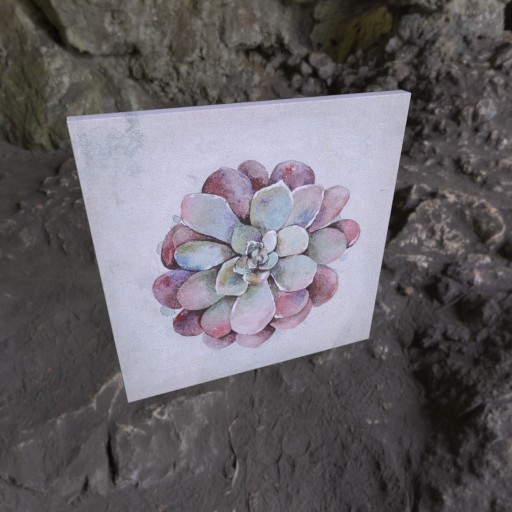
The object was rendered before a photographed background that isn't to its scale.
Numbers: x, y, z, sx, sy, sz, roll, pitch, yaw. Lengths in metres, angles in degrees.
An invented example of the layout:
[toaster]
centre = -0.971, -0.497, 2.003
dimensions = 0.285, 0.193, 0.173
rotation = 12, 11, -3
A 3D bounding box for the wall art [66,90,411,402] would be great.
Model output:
[wall art]
centre = 0.000, 0.000, 1.143
dimensions = 0.762, 0.762, 0.041
rotation = -11, 33, -17
